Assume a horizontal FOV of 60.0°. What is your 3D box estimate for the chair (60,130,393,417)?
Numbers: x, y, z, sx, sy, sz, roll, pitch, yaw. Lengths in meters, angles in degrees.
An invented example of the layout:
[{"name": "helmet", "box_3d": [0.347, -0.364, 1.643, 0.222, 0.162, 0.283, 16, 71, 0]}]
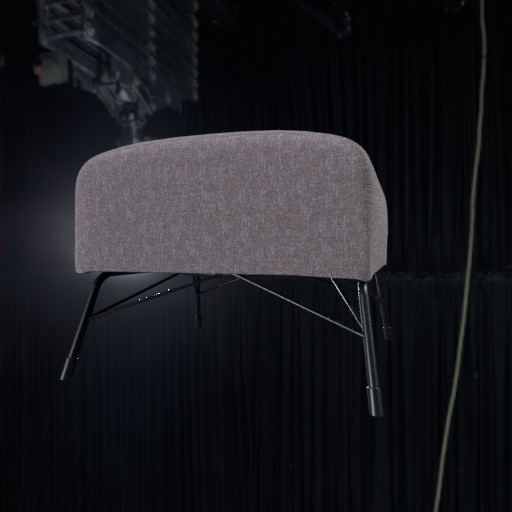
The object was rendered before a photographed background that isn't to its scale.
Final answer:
[{"name": "chair", "box_3d": [0.000, 0.000, 0.911, 0.530, 0.410, 0.530, 0, 1, 19]}]
